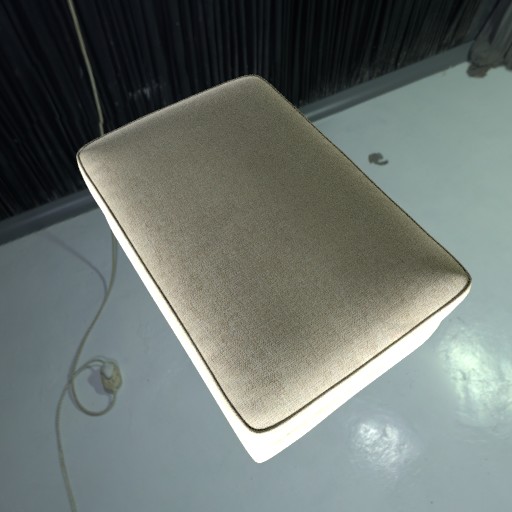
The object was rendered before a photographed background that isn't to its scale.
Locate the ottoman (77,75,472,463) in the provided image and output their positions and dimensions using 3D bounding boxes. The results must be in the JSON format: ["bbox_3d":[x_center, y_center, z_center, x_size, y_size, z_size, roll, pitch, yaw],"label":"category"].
[{"bbox_3d":[0.000,0.000,1.199,0.583,0.484,0.862,-30,63,-17],"label":"ottoman"}]
